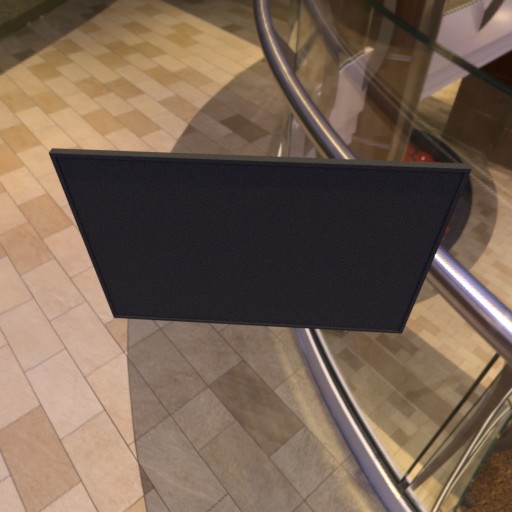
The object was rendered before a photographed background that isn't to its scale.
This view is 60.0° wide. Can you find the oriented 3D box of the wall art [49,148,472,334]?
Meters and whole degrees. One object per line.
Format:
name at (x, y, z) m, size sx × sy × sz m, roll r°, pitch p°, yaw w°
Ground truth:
wall art at (0.000, 0.000, 1.544) m, size 1.190 × 0.805 × 0.028 m, roll 3°, pitch 46°, yaw 3°
